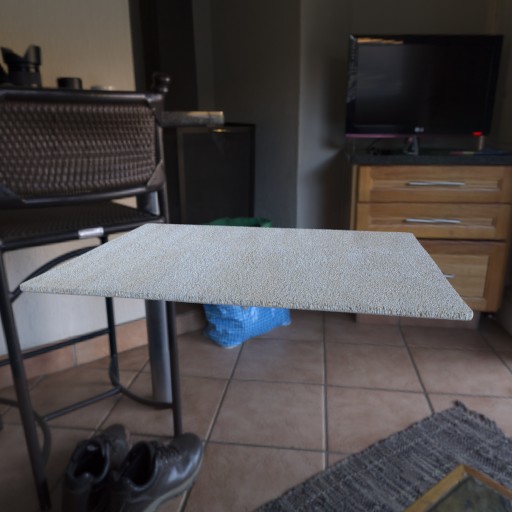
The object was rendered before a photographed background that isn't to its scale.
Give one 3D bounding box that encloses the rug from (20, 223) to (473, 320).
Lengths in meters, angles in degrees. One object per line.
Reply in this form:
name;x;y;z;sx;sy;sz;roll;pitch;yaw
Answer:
rug;0.000;0.000;2.091;1.600;0.025;1.199;3;16;9
